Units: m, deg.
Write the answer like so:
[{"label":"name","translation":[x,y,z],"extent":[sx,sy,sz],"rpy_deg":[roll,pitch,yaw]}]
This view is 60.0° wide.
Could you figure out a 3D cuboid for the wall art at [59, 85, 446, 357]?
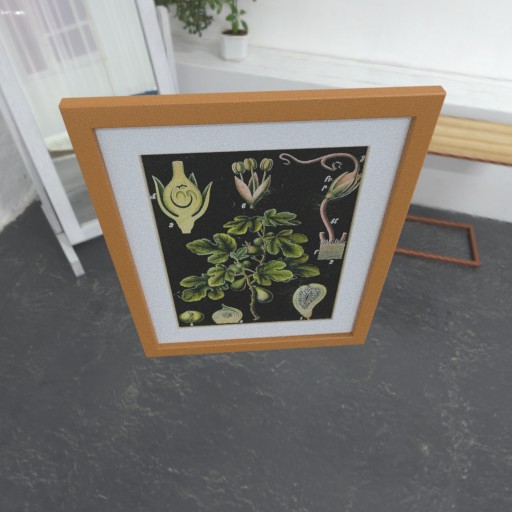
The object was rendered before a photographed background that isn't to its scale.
[{"label":"wall art","translation":[0.000,0.000,0.722],"extent":[0.452,0.553,0.022],"rpy_deg":[-3,47,-3]}]
